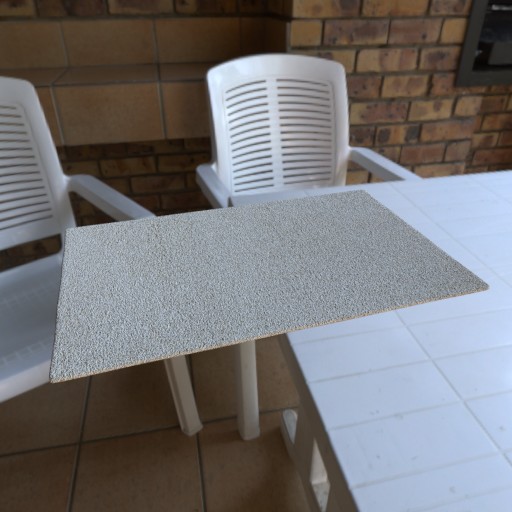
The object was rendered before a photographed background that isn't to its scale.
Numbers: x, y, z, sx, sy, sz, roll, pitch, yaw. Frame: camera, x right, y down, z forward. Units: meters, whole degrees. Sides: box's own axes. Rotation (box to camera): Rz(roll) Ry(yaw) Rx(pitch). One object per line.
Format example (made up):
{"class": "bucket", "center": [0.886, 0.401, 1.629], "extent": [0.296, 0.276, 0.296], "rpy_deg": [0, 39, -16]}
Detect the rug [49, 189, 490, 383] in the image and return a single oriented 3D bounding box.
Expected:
{"class": "rug", "center": [0.000, 0.000, 2.929], "extent": [2.438, 0.030, 1.524], "rpy_deg": [-9, 33, -15]}
